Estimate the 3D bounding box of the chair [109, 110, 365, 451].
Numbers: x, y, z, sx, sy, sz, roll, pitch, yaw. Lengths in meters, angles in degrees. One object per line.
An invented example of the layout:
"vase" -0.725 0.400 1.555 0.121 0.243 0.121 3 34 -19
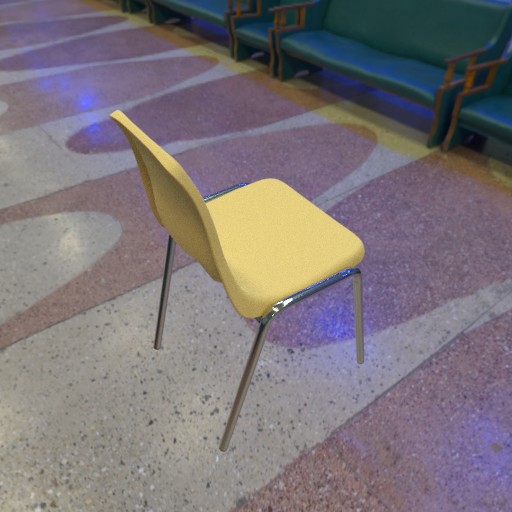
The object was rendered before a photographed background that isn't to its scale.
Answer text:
"chair" 0.000 0.000 0.951 0.436 0.704 0.381 -25 48 -25
